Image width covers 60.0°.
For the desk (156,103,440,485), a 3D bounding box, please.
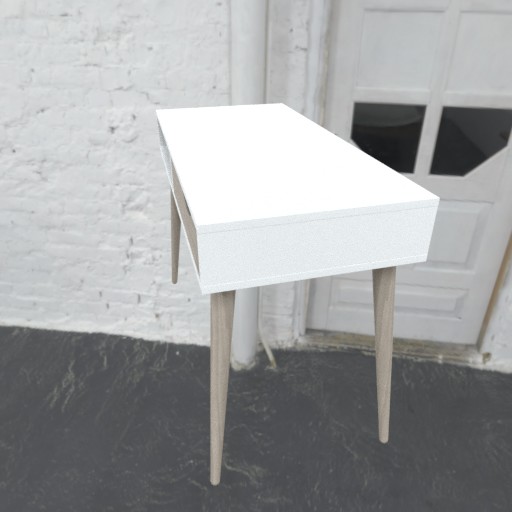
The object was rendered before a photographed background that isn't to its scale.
[{"bbox_3d":[0.000,0.000,1.389,0.491,0.723,0.979,-8,30,-13],"label":"desk"}]
